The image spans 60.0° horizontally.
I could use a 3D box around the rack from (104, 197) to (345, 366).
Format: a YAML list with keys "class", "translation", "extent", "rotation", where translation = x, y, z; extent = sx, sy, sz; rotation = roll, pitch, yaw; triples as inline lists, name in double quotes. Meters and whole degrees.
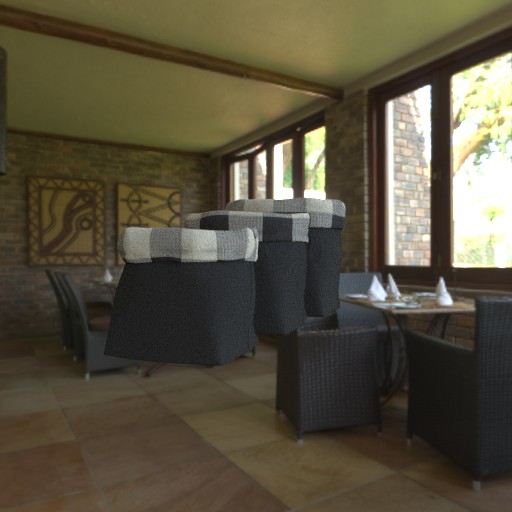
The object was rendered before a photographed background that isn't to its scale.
- class: "rack"
  translation: [0.000, 0.000, 1.079]
  extent: [0.370, 0.329, 0.889]
  rotation: [0, 0, 18]
